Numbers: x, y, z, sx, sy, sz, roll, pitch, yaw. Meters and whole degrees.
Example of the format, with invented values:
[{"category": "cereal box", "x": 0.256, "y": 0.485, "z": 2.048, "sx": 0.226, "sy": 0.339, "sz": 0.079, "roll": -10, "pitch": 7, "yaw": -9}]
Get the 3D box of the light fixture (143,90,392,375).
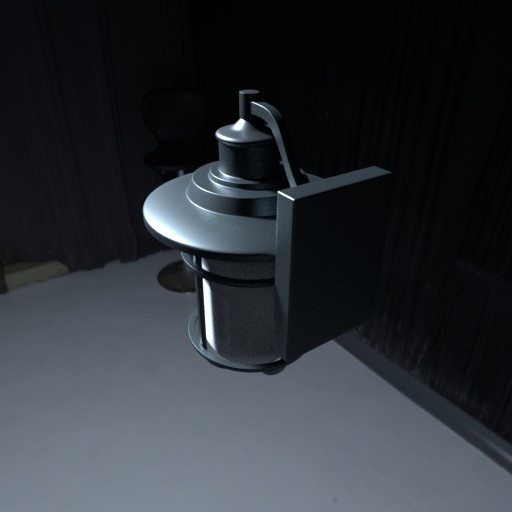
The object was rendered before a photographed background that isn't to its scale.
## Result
[{"category": "light fixture", "x": 0.000, "y": 0.000, "z": 0.493, "sx": 0.222, "sy": 0.345, "sz": 0.252, "roll": -19, "pitch": 35, "yaw": -29}]
